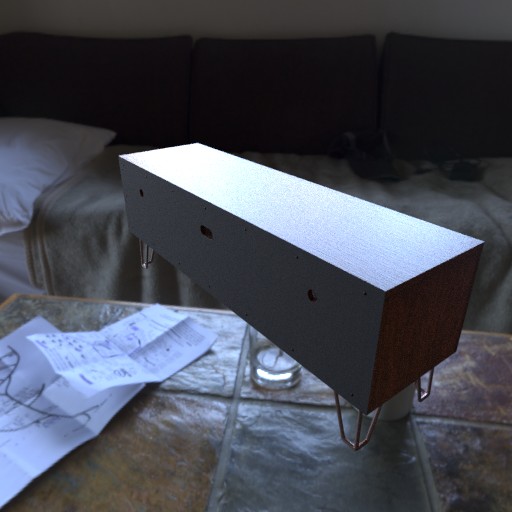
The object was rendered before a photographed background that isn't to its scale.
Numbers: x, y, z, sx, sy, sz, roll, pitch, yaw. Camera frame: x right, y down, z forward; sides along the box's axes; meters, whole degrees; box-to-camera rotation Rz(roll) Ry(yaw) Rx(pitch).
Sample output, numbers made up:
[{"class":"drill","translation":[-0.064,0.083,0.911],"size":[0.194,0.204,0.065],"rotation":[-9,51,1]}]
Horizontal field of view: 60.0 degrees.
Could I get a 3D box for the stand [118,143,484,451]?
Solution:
[{"class":"stand","translation":[0.000,0.000,1.892],"size":[0.481,0.610,1.626],"rotation":[-19,32,-33]}]
